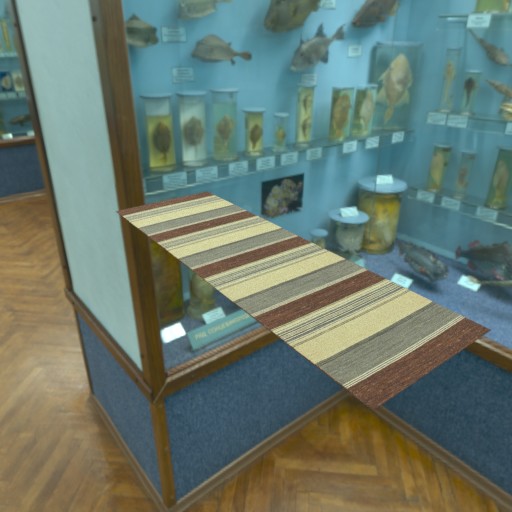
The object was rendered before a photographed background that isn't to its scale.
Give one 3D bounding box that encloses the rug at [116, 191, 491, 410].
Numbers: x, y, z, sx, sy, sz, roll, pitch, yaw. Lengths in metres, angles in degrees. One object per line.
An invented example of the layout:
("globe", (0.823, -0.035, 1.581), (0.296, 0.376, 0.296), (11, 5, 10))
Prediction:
("rug", (0.000, 0.000, 2.633), (0.792, 0.006, 2.437), (-18, 32, -32))
